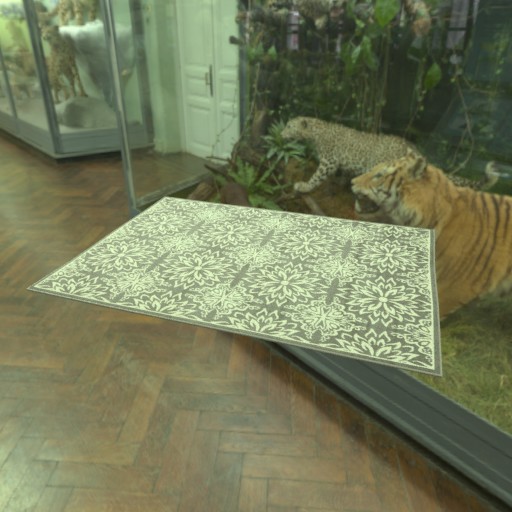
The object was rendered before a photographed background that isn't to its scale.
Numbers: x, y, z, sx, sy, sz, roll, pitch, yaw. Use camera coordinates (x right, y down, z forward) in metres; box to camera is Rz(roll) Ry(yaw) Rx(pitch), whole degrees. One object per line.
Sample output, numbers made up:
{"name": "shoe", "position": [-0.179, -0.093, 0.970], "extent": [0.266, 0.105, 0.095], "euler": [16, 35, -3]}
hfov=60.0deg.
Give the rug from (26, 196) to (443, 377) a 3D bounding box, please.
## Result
{"name": "rug", "position": [0.000, 0.000, 2.872], "extent": [2.213, 0.014, 1.608], "euler": [9, 29, 16]}
